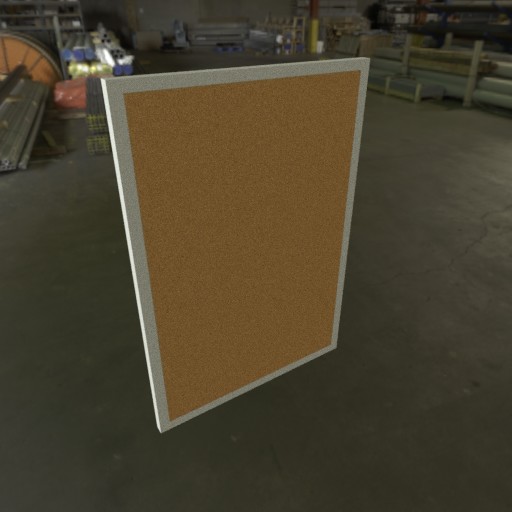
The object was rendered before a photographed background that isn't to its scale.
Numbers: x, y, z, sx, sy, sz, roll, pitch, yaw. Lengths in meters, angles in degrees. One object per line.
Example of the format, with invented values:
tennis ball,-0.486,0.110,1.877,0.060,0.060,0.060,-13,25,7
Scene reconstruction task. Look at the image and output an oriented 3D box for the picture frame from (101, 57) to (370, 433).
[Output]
picture frame,0.000,0.000,0.549,0.305,0.434,0.013,-18,34,-28
